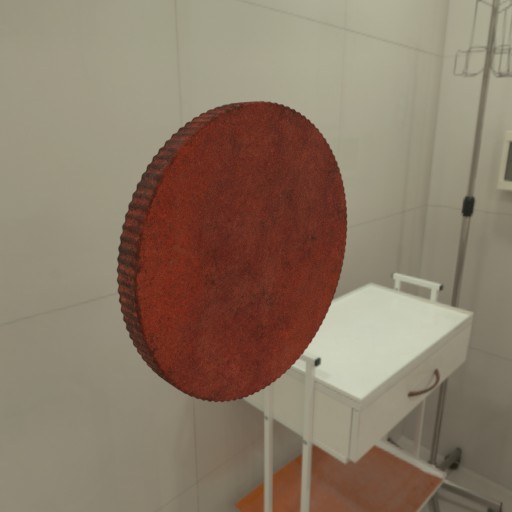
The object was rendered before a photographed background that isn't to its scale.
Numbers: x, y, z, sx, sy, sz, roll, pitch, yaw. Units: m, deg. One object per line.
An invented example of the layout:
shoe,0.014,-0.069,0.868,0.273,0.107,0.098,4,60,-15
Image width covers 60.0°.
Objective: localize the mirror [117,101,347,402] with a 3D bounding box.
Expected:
mirror,0.000,0.000,0.926,0.056,0.609,0.609,15,22,42
